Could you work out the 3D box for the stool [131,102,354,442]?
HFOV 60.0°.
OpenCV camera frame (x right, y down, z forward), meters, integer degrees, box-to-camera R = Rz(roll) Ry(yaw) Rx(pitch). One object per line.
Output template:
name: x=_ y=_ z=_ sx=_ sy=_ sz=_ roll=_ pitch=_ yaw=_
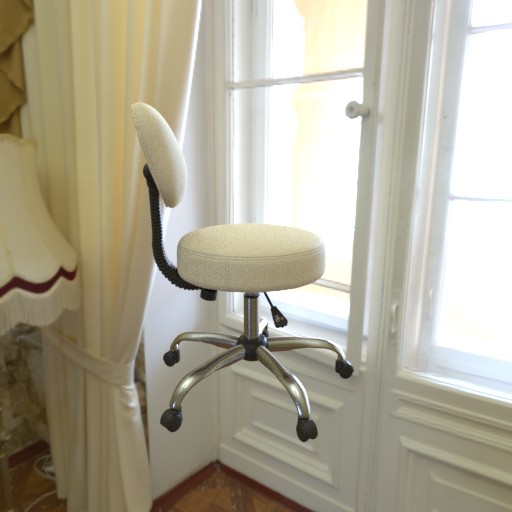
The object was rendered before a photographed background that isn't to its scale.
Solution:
stool: x=0.000 y=0.000 z=1.255 sx=0.616 sy=0.810 sz=0.609 roll=-2 pitch=14 yaw=-10
